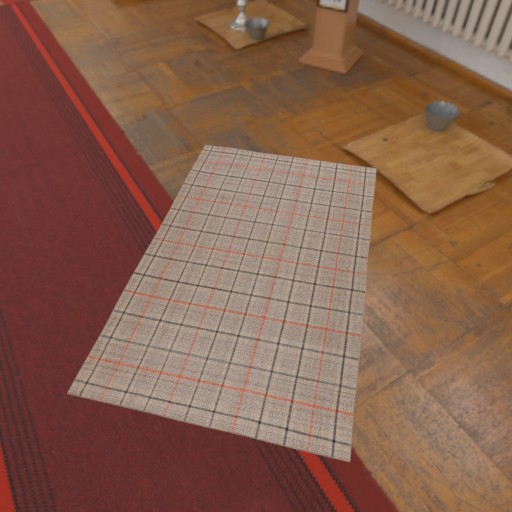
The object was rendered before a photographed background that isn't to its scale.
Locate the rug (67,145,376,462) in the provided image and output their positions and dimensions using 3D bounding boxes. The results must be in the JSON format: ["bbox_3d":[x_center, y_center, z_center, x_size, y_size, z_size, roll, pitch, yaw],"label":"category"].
[{"bbox_3d":[0.000,0.000,3.080,1.524,0.015,2.439,10,48,9],"label":"rug"}]
